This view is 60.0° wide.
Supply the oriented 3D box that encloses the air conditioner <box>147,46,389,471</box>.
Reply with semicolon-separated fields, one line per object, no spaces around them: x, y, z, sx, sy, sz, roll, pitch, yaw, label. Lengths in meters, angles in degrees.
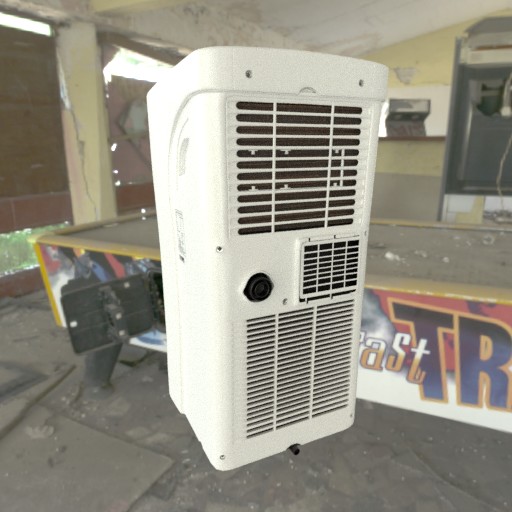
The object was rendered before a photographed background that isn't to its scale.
0.000;0.000;0.903;0.352;0.716;0.369;-7;16;-26;air conditioner
